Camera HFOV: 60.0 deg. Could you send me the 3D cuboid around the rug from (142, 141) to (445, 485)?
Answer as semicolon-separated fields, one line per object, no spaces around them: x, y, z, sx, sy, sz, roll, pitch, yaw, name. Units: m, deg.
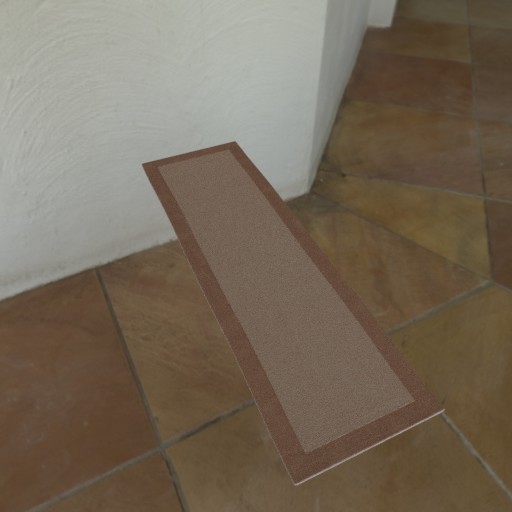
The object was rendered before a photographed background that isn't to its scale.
0.000;0.000;2.632;0.767;0.012;2.430;-18;49;-17;rug
